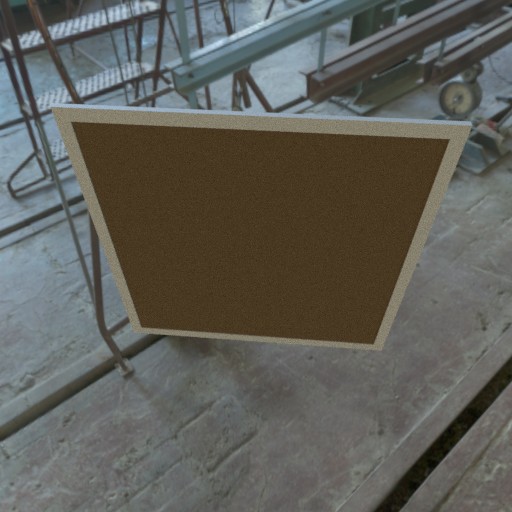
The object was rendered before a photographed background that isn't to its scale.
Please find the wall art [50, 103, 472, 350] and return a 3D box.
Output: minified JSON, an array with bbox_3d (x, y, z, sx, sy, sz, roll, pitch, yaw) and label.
[{"bbox_3d":[0.000,0.000,1.155,0.812,0.812,0.015,4,48,3],"label":"wall art"}]
